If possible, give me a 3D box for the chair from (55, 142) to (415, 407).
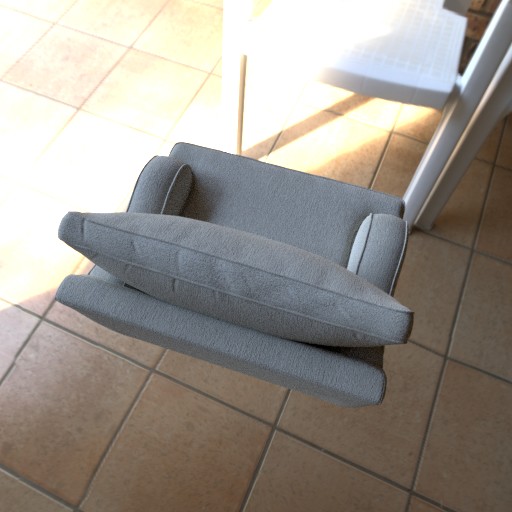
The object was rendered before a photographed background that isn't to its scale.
[{"bbox_3d":[0.000,0.000,1.970,1.220,1.016,1.041,16,65,8],"label":"chair"}]
